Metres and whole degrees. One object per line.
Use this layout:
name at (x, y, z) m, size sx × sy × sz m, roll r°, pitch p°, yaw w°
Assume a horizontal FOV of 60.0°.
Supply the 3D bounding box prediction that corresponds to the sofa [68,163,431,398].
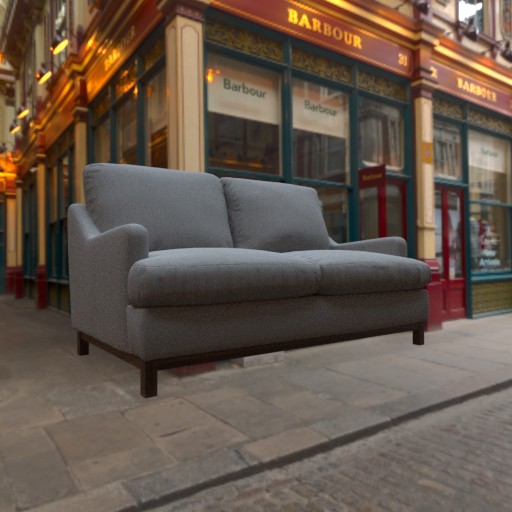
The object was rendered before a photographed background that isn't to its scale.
sofa at (0.000, 0.000, 2.224) m, size 1.589 × 0.921 × 0.987 m, roll 0°, pitch -1°, yaw -36°
